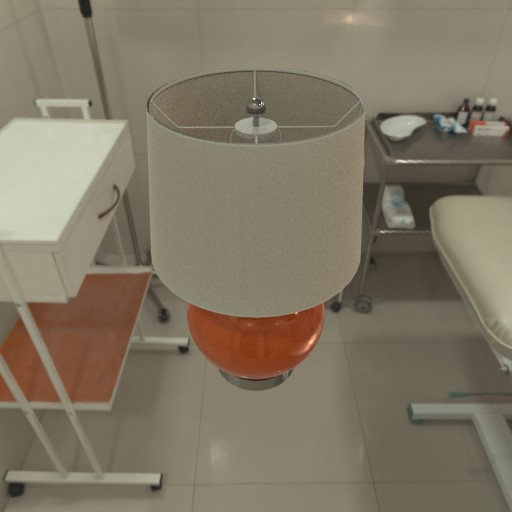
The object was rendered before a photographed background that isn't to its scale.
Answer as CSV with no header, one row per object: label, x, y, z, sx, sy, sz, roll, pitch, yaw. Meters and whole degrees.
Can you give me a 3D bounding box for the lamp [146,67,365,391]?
lamp,0.000,0.000,0.543,0.247,0.387,0.247,0,39,0
